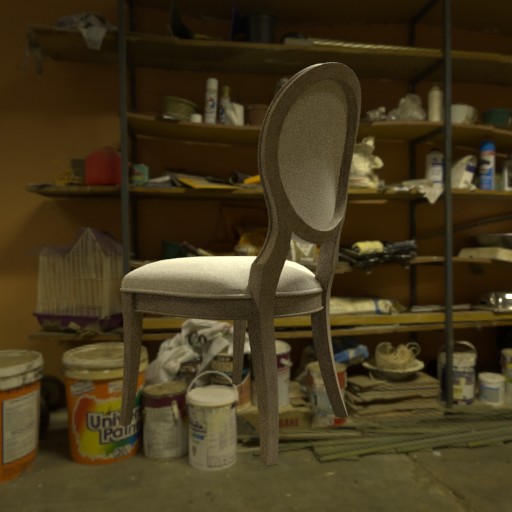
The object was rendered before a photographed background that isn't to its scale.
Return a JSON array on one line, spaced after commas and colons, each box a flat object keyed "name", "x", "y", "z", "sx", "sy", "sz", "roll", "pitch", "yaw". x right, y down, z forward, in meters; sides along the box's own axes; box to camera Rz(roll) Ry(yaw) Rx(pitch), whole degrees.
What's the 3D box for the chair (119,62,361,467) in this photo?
[{"name": "chair", "x": 0.000, "y": 0.000, "z": 1.324, "sx": 0.602, "sy": 0.990, "sz": 0.558, "roll": 0, "pitch": 1, "yaw": 37}]
